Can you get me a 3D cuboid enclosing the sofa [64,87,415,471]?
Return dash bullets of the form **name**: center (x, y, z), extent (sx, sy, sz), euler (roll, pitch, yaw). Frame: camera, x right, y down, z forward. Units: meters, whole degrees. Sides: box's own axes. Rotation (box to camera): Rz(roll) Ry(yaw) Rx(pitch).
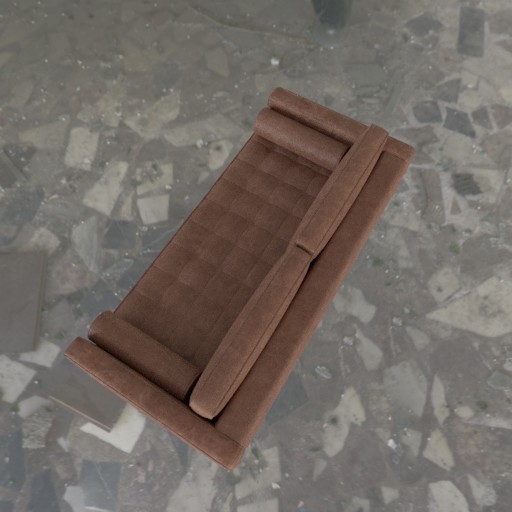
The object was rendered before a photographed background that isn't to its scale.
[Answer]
- **sofa**: center (0.000, 0.000, 2.336), extent (0.910, 0.760, 1.870), euler (29, 69, 13)
